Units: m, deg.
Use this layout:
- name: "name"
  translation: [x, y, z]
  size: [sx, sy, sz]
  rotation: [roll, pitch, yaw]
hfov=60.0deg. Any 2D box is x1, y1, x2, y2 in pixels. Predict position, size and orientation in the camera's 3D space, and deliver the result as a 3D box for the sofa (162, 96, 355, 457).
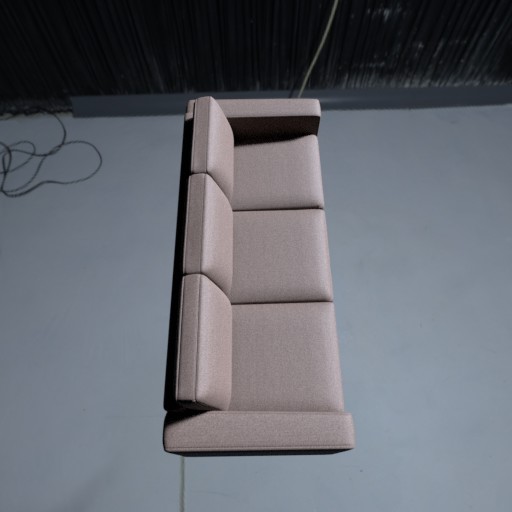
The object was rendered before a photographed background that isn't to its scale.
- name: "sofa"
  translation: [0.000, 0.000, 2.647]
  size: [0.900, 0.806, 2.160]
  rotation: [-1, 64, 0]
